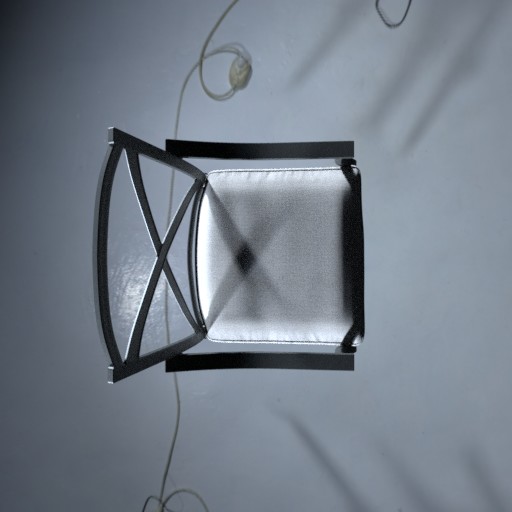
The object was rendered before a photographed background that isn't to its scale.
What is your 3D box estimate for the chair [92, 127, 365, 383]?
[{"bbox_3d":[0.000,0.000,1.281,0.620,0.889,0.575,0,90,1],"label":"chair"}]
